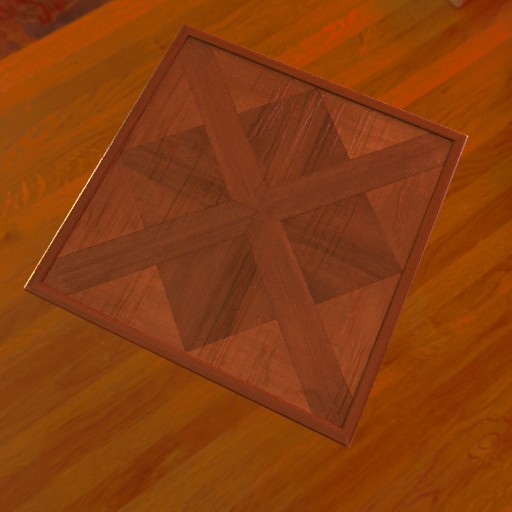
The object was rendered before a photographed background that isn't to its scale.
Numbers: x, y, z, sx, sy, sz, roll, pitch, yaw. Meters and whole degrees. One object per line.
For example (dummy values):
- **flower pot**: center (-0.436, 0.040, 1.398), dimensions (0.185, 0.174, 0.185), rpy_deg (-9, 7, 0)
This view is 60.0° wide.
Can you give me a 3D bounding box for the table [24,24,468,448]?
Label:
- **table**: center (0.000, 0.000, 0.935), dimensions (0.503, 0.563, 0.503), rpy_deg (24, 77, 6)
